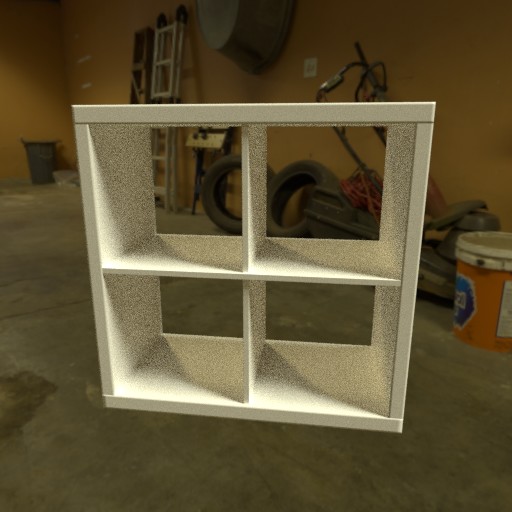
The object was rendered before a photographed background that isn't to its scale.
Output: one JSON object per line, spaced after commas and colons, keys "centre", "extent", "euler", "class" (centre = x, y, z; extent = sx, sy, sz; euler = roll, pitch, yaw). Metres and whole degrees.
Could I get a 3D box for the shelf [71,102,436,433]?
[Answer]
{"centre": [0.000, 0.000, 1.243], "extent": [0.790, 0.786, 0.390], "euler": [2, 16, 8], "class": "shelf"}
